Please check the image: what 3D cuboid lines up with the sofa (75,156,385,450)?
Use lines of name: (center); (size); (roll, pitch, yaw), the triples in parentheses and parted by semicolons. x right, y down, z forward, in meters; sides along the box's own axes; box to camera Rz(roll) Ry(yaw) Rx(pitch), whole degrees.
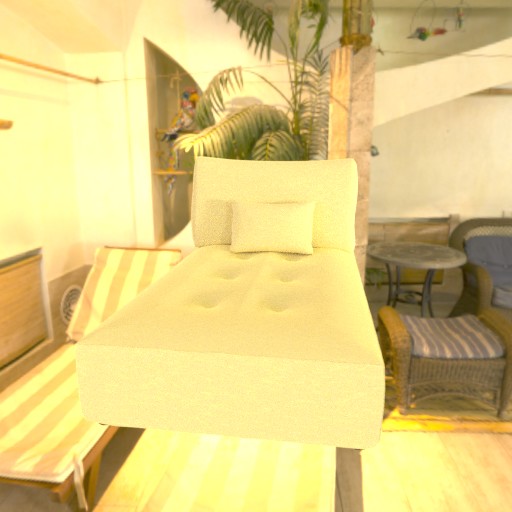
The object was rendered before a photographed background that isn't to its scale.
sofa: (0.000, 0.000, 1.924); (0.930, 0.820, 1.450); (2, 14, 8)
